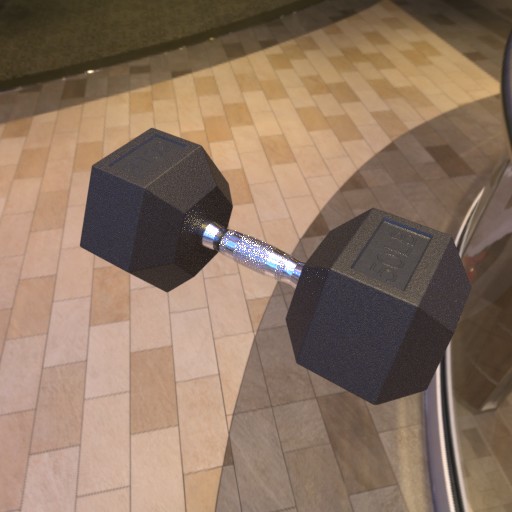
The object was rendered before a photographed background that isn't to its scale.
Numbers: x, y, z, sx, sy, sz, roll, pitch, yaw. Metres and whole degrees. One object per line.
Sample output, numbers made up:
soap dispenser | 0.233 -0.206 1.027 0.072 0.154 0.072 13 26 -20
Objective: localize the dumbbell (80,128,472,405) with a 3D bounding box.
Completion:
dumbbell | 0.000 0.000 0.450 0.384 0.150 0.173 24 50 22
